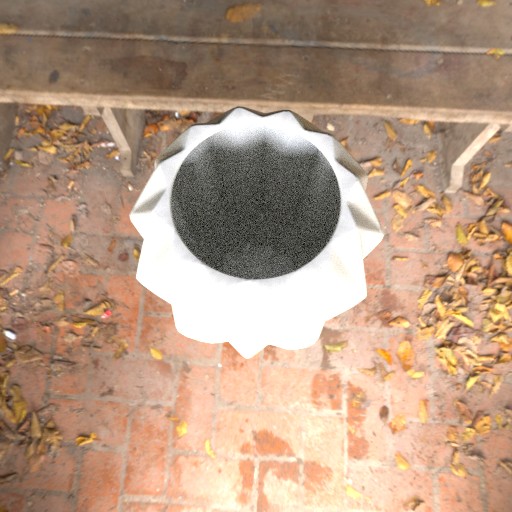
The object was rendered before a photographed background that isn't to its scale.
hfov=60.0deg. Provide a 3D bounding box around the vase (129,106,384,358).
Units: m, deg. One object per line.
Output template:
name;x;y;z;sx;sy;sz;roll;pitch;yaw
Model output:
vase;0.000;0.000;0.416;0.195;0.275;0.195;0;73;0
